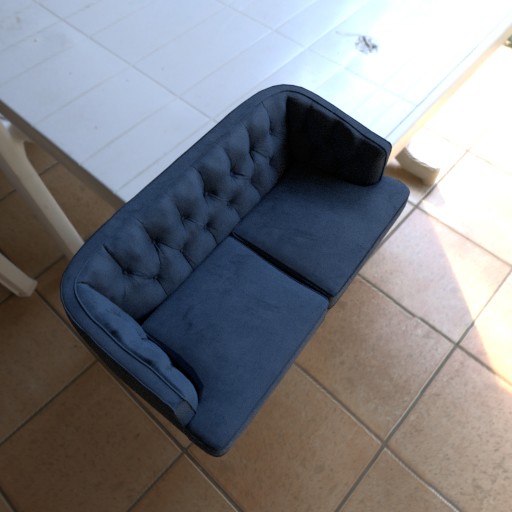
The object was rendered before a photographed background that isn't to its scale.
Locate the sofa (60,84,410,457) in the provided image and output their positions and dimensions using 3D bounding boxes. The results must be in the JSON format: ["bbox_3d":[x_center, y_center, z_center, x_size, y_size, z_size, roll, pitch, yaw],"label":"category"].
[{"bbox_3d":[0.000,0.000,2.286,0.941,0.854,1.733,33,64,18],"label":"sofa"}]
